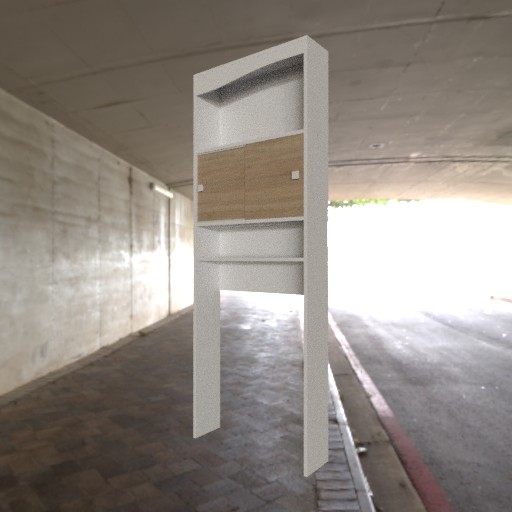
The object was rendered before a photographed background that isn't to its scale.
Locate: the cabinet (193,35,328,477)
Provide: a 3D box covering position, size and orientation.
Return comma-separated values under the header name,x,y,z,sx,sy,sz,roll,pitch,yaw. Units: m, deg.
name,x,y,z,sx,sy,sz,roll,pitch,yaw
cabinet,0.000,0.000,2.035,0.643,1.770,0.192,0,0,37
